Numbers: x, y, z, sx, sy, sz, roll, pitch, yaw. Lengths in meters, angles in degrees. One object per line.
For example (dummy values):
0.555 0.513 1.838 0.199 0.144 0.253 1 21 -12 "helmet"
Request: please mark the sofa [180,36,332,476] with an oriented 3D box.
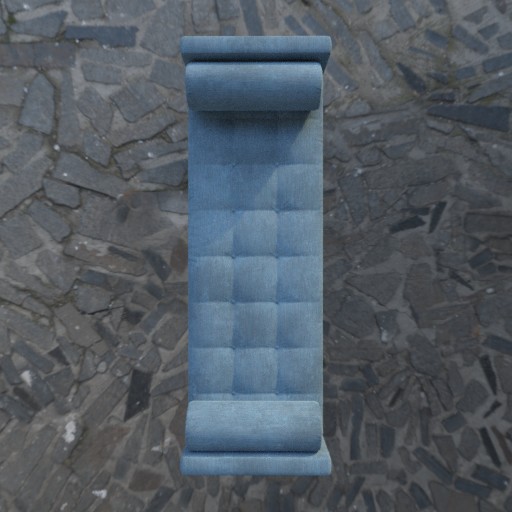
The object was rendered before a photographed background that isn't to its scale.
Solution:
0.000 0.000 2.287 0.686 0.635 1.981 0 90 0 "sofa"
